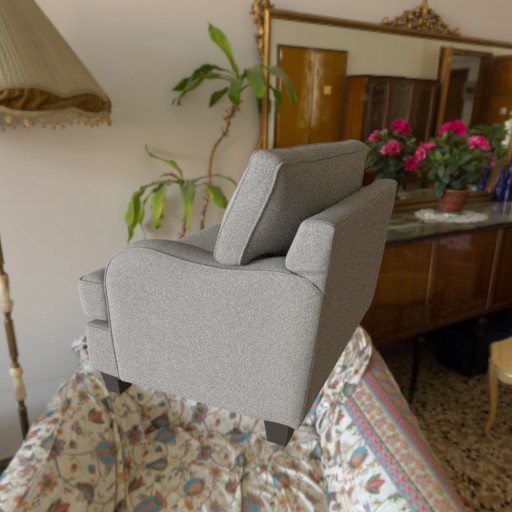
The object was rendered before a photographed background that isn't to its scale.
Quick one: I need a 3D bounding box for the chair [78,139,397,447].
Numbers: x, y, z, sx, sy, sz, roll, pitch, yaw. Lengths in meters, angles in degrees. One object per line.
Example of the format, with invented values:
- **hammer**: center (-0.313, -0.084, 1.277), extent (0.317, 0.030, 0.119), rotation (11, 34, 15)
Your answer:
- **chair**: center (0.000, 0.000, 2.034), extent (1.040, 1.016, 1.220), rotation (8, 18, 24)
